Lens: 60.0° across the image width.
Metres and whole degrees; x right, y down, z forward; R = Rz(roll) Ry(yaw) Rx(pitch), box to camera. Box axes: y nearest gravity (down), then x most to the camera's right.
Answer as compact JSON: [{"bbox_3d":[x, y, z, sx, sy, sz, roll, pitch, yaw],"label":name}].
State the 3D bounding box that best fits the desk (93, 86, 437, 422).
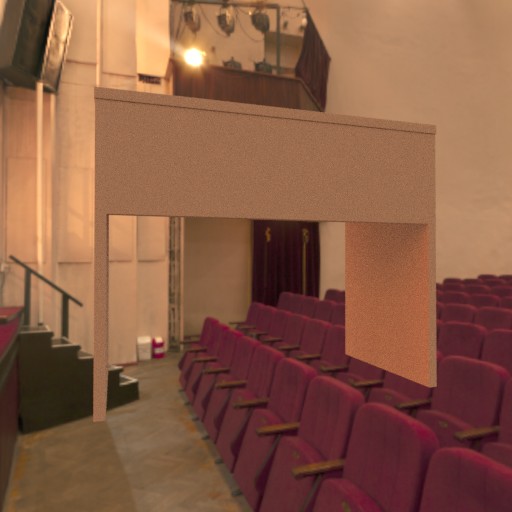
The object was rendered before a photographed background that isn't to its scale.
[{"bbox_3d":[0.000,0.000,1.335,0.900,0.729,0.498,0,-1,-18],"label":"desk"}]
